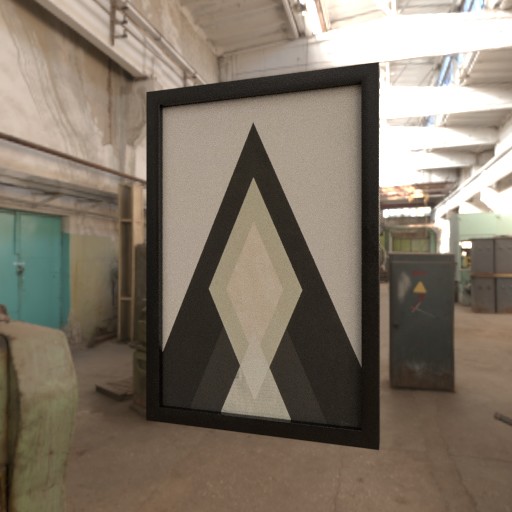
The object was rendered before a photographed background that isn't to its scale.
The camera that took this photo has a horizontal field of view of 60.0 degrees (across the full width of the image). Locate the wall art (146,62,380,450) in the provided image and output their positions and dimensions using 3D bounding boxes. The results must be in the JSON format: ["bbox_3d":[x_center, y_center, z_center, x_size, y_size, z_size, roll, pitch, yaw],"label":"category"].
[{"bbox_3d":[0.000,0.000,0.582,0.313,0.457,0.031,0,0,18],"label":"wall art"}]
